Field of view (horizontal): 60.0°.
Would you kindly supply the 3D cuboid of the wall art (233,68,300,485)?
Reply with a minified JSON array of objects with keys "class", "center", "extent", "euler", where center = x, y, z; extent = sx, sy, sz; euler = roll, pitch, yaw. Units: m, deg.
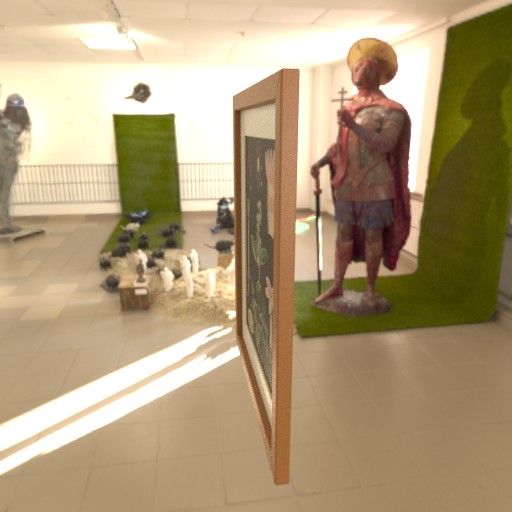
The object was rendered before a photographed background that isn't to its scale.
[{"class":"wall art","center":[0.000,0.000,0.528],"extent":[0.015,0.379,0.310],"euler":[-3,16,-9]}]
